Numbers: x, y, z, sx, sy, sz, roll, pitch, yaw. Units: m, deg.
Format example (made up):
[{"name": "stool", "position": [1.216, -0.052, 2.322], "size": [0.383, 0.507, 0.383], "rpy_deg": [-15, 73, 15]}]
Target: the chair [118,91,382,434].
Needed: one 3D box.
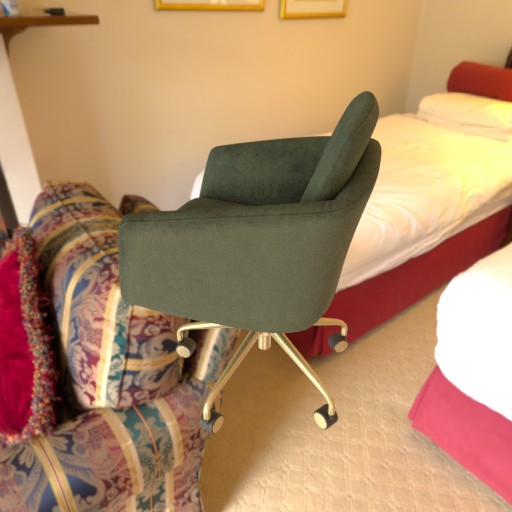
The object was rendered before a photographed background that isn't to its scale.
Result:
[{"name": "chair", "position": [0.000, 0.000, 1.324], "size": [0.635, 0.908, 0.641], "rpy_deg": [8, 31, 13]}]
